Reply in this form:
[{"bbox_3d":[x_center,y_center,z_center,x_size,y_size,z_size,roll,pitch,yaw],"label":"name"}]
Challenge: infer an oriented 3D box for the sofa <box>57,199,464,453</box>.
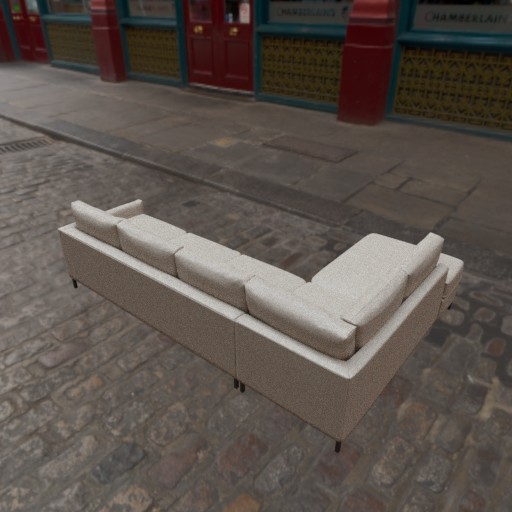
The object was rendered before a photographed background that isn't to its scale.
[{"bbox_3d":[0.000,0.000,3.168,2.423,0.703,1.617,22,36,33],"label":"sofa"}]
